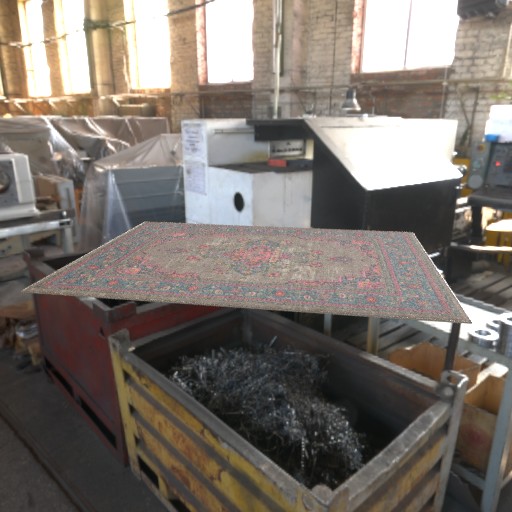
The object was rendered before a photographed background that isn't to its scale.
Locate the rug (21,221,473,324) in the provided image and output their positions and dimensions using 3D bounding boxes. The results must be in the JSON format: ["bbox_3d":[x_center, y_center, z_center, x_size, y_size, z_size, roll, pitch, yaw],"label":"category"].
[{"bbox_3d":[0.000,0.000,2.882,2.214,0.013,1.609,3,18,9],"label":"rug"}]
